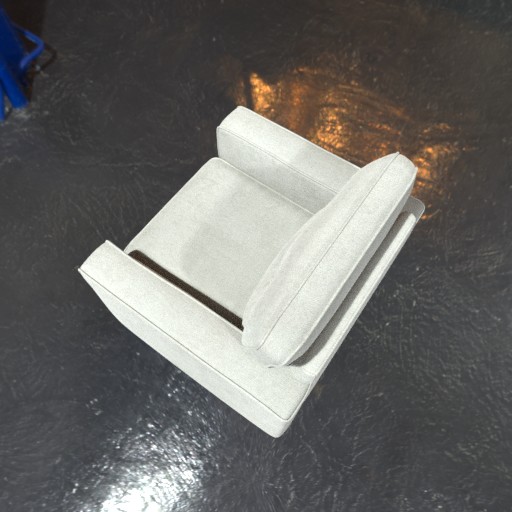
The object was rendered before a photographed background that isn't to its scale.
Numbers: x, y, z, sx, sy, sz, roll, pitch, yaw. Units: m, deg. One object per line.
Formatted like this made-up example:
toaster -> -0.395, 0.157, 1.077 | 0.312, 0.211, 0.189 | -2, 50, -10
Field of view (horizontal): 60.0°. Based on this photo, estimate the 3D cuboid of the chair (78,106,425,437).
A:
chair -> 0.000, 0.000, 1.813 | 0.939, 0.965, 1.015 | 32, 68, 15
